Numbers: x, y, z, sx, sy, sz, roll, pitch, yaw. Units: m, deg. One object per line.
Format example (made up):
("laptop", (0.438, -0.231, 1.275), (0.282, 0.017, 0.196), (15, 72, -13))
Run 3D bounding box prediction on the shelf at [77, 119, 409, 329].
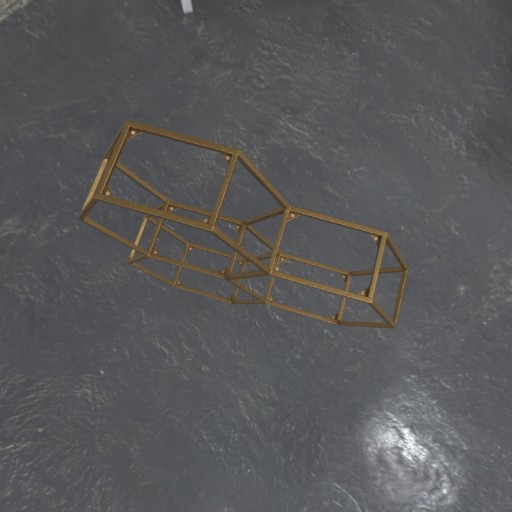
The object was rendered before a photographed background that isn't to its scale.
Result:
("shelf", (0.000, 0.000, 1.055), (0.708, 0.701, 0.150), (16, 75, 4))
